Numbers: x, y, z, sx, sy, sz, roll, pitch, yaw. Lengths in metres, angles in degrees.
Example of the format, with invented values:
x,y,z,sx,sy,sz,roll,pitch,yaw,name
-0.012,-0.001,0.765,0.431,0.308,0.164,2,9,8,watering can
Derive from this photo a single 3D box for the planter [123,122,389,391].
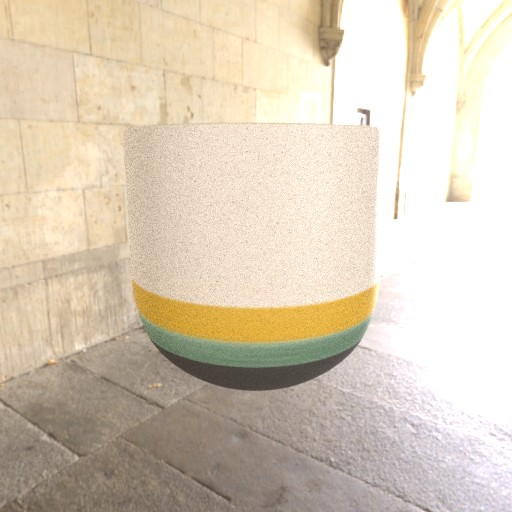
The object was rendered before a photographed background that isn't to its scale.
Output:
x,y,z,sx,sy,sz,roll,pitch,yaw,name
0.000,0.000,0.493,0.268,0.270,0.268,0,14,0,planter
